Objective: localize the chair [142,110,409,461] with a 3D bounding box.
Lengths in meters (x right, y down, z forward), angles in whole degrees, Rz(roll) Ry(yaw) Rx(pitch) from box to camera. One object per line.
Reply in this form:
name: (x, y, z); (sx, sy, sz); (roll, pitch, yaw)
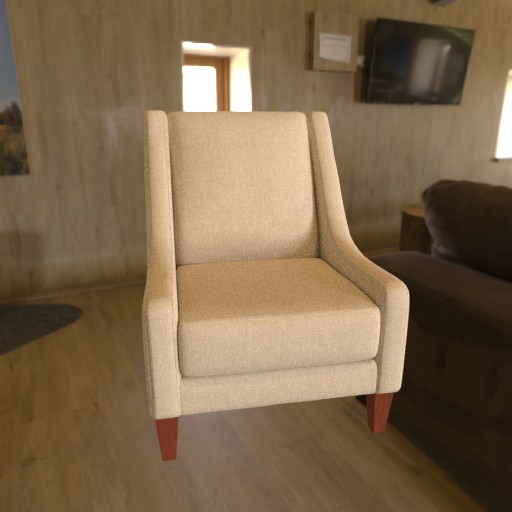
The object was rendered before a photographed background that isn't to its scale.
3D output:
chair: (0.000, 0.000, 1.586); (0.774, 1.014, 0.870); (-3, 16, -10)
